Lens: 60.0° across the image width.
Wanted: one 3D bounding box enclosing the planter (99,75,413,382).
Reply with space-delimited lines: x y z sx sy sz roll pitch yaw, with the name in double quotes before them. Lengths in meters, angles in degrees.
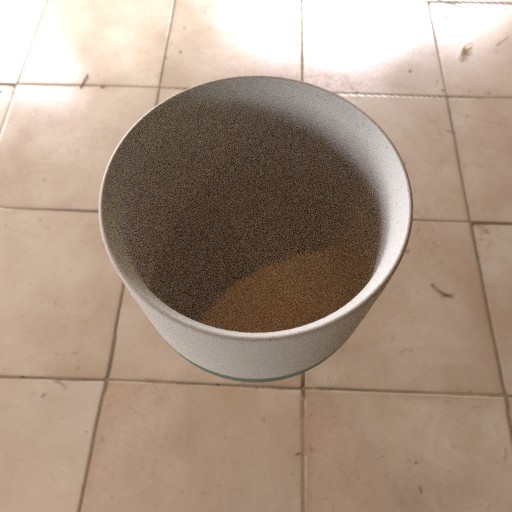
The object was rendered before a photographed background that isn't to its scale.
"planter" 0.000 0.000 0.499 0.268 0.270 0.268 0 65 0
